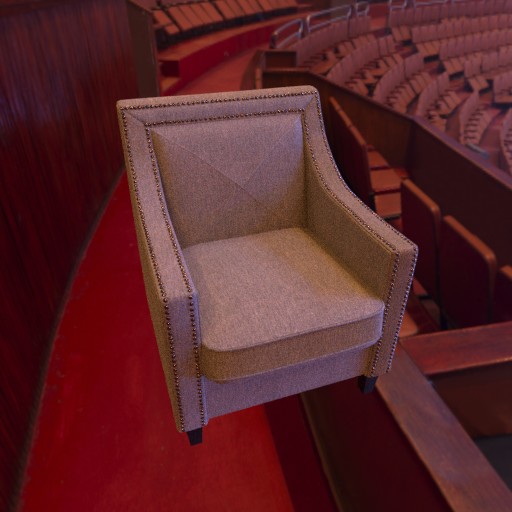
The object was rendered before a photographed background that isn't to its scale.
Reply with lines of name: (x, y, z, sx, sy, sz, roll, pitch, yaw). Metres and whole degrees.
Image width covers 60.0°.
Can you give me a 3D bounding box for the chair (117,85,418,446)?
chair: (0.000, 0.000, 1.596, 0.776, 0.967, 0.884, -11, 34, -16)
